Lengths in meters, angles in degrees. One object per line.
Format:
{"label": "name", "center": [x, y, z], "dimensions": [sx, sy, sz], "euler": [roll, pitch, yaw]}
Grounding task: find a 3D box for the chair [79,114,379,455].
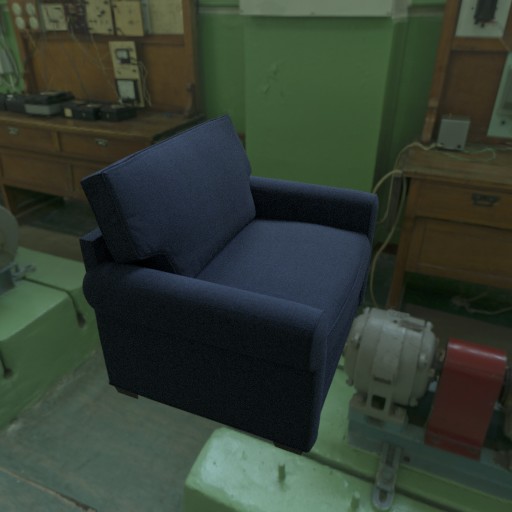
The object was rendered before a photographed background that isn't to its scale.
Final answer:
{"label": "chair", "center": [0.000, 0.000, 2.034], "dimensions": [0.963, 1.044, 1.285], "euler": [11, 31, 19]}
